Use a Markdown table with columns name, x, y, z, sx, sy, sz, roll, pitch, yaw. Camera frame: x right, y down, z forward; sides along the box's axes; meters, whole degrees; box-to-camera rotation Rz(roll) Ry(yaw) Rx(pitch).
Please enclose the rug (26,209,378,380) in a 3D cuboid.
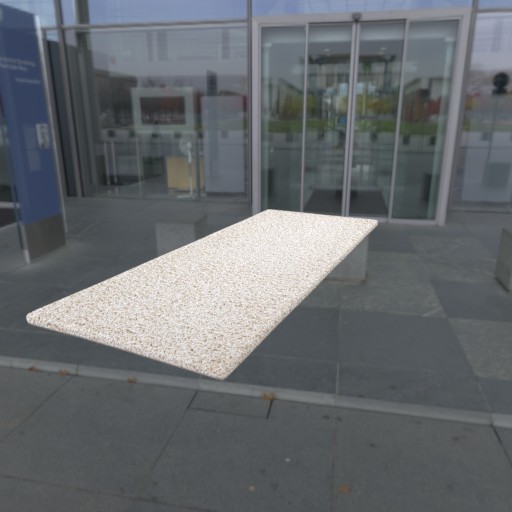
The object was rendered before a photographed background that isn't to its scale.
| name | x | y | z | sx | sy | sz | roll | pitch | yaw |
| --- | --- | --- | --- | --- | --- | --- | --- | --- | --- |
| rug | 0.000 | 0.000 | 1.690 | 0.609 | 0.030 | 1.524 | 9 | 20 | 25 |
